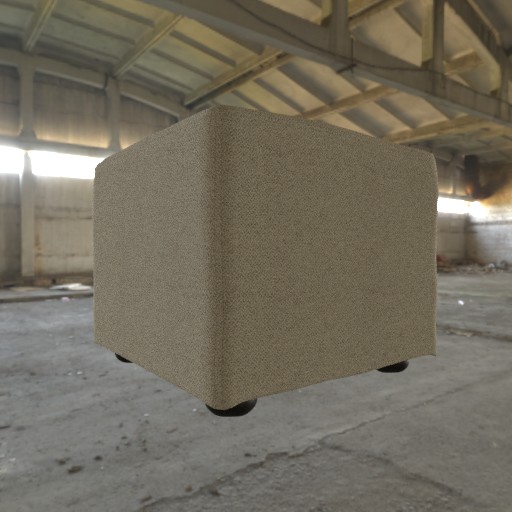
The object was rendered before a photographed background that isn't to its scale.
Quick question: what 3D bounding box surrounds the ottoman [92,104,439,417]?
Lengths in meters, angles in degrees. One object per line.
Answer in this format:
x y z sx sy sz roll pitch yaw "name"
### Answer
0.000 0.000 0.905 0.512 0.453 0.521 -1 1 -37 "ottoman"
